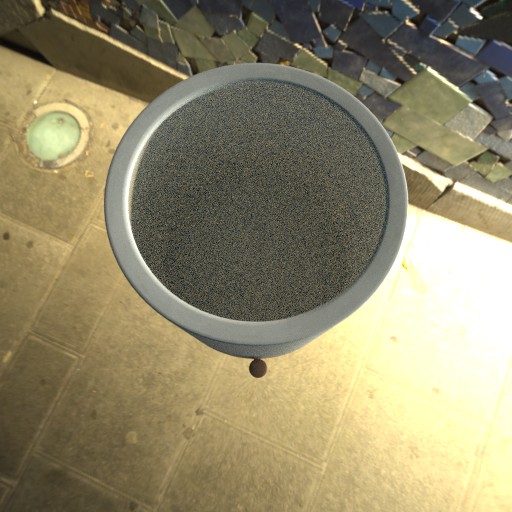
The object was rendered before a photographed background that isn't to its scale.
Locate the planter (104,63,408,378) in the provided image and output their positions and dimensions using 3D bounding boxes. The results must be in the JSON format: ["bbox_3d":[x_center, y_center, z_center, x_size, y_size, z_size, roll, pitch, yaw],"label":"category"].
[{"bbox_3d":[0.000,0.000,0.931,0.417,0.670,0.417,38,78,10],"label":"planter"}]
